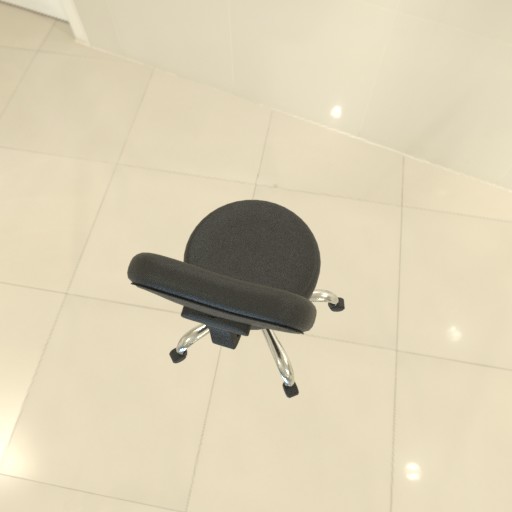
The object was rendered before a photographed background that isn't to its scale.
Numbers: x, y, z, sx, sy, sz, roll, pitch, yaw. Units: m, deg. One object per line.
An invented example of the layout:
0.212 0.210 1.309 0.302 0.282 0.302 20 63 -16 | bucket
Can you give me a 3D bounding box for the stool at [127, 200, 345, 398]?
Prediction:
0.000 0.000 1.362 0.673 0.862 0.648 15 65 7 | stool
